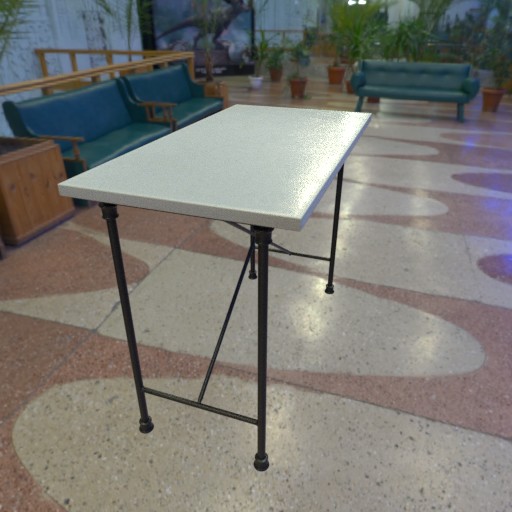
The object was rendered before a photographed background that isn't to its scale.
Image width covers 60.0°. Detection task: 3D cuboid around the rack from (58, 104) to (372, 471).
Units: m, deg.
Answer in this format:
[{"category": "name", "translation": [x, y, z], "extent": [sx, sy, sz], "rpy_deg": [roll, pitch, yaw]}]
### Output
[{"category": "rack", "translation": [0.000, 0.000, 1.677], "extent": [0.613, 0.880, 1.159], "rpy_deg": [10, 30, 17]}]
